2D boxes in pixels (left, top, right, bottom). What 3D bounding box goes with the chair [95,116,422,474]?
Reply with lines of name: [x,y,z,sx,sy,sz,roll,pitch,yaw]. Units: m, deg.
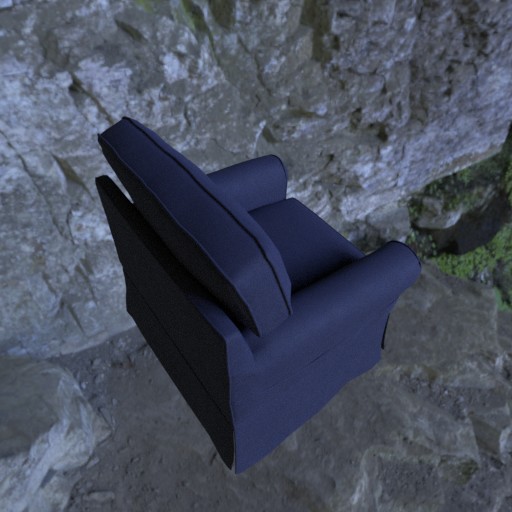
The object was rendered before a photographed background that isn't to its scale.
chair: [0.000,0.000,1.971,1.002,1.140,1.119,-25,48,-25]
